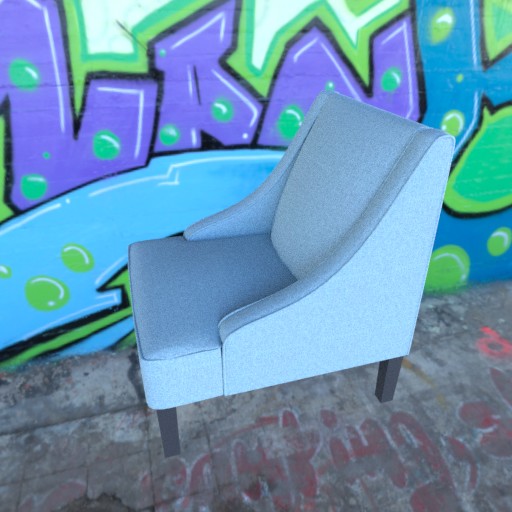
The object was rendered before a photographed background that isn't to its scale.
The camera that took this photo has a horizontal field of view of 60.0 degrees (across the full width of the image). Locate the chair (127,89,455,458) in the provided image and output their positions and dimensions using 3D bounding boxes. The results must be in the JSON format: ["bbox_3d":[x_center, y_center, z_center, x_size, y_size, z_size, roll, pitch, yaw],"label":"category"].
[{"bbox_3d":[0.000,0.000,1.823,1.025,1.133,0.857,-8,31,-15],"label":"chair"}]
